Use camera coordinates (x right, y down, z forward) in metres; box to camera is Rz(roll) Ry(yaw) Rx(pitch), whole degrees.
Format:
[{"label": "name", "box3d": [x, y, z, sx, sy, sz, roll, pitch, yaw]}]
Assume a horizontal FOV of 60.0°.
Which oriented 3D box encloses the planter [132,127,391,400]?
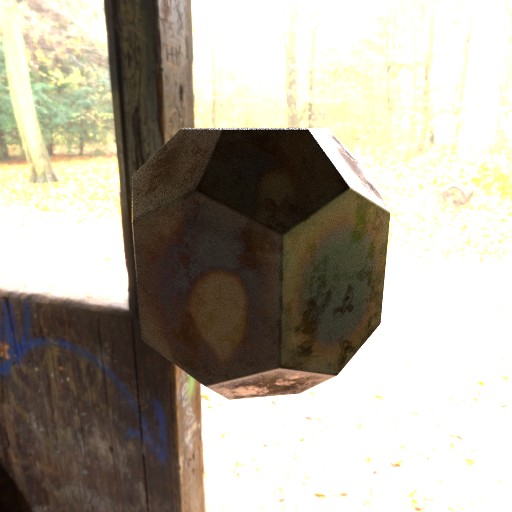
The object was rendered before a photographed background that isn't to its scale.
[{"label": "planter", "box3d": [0.000, 0.000, 0.429, 0.221, 0.238, 0.243, -2, 17, -8]}]
